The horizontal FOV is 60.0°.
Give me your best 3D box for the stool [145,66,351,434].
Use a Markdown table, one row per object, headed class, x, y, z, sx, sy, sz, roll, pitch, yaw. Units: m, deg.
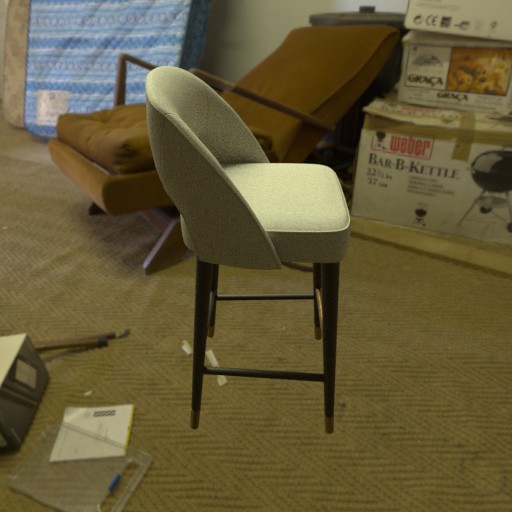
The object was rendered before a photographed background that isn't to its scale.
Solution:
| class | x | y | z | sx | sy | sz | roll | pitch | yaw |
| --- | --- | --- | --- | --- | --- | --- | --- | --- | --- |
| stool | 0.000 | 0.000 | 1.323 | 0.509 | 1.037 | 0.494 | 1 | 32 | 2 |
